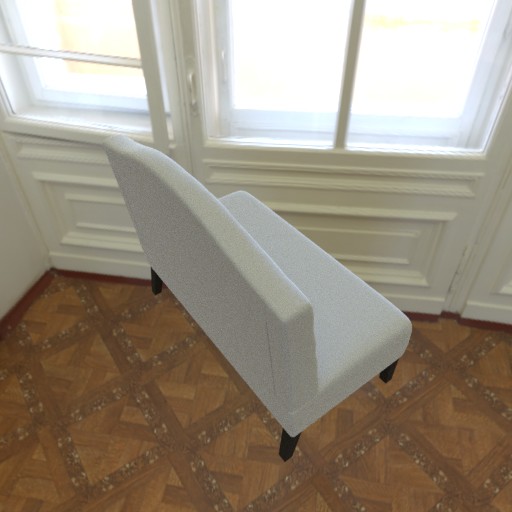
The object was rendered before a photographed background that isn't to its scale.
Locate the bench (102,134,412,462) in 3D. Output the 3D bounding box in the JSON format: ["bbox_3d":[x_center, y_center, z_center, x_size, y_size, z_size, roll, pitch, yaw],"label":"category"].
[{"bbox_3d":[0.000,0.000,2.095,0.815,1.180,1.335,-26,48,-26],"label":"bench"}]
